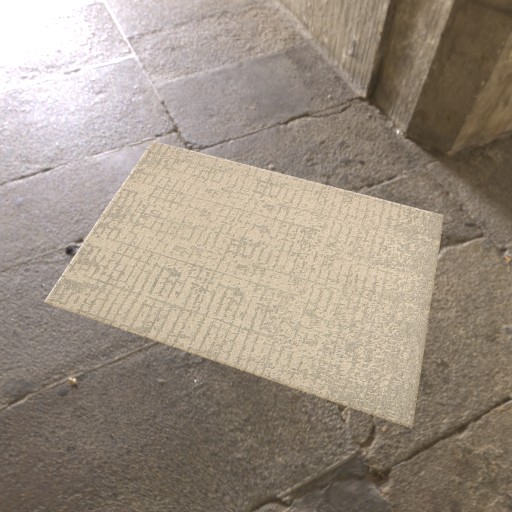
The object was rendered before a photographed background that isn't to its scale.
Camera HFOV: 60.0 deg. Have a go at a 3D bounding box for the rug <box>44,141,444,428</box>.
[{"bbox_3d":[0.000,0.000,2.356,1.827,0.007,1.211,16,59,10],"label":"rug"}]
